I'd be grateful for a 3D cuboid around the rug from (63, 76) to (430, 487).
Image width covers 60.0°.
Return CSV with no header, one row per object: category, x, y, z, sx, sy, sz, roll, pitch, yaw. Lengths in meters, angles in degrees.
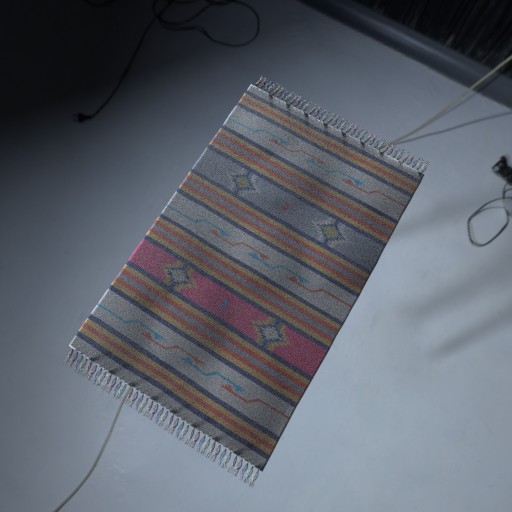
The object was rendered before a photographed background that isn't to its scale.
rug,0.000,0.000,2.237,1.084,0.013,1.849,30,77,8
